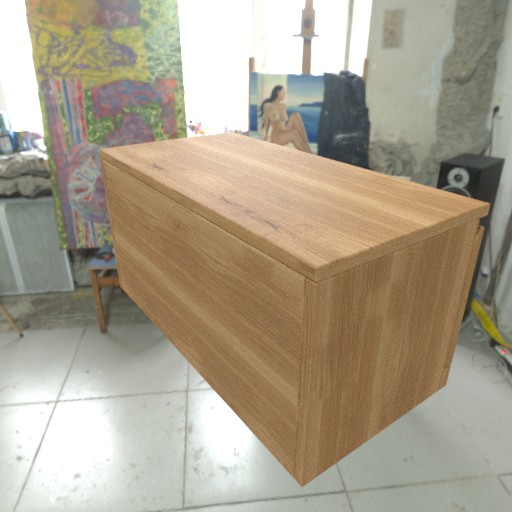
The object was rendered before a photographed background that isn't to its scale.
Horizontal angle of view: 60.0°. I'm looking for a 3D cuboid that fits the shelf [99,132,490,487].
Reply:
[{"bbox_3d":[0.000,0.000,1.021,0.400,0.400,0.800,-18,31,-32],"label":"shelf"}]
